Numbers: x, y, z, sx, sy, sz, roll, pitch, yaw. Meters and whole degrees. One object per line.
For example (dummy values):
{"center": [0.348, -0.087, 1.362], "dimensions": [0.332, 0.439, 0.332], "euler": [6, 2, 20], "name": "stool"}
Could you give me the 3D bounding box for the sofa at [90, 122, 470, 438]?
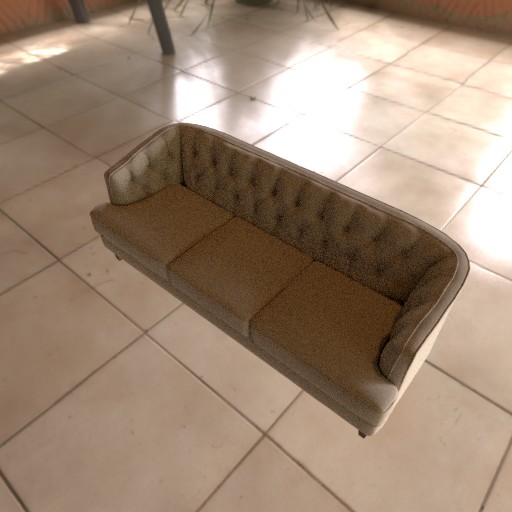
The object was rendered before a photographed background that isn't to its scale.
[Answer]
{"center": [0.000, 0.000, 2.782], "dimensions": [2.278, 0.855, 0.941], "euler": [30, 52, 27], "name": "sofa"}
